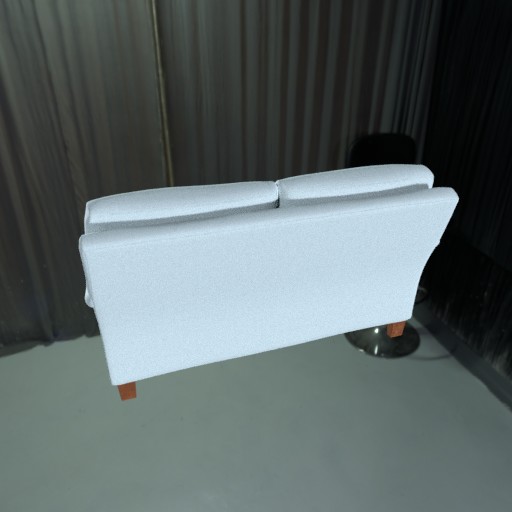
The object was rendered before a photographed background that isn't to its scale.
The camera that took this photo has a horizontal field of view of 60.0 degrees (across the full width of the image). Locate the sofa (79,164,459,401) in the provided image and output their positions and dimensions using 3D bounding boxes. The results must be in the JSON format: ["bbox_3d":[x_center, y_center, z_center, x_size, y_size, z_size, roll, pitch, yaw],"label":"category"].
[{"bbox_3d":[0.000,0.000,2.584,1.853,1.101,1.084,-9,29,-17],"label":"sofa"}]
